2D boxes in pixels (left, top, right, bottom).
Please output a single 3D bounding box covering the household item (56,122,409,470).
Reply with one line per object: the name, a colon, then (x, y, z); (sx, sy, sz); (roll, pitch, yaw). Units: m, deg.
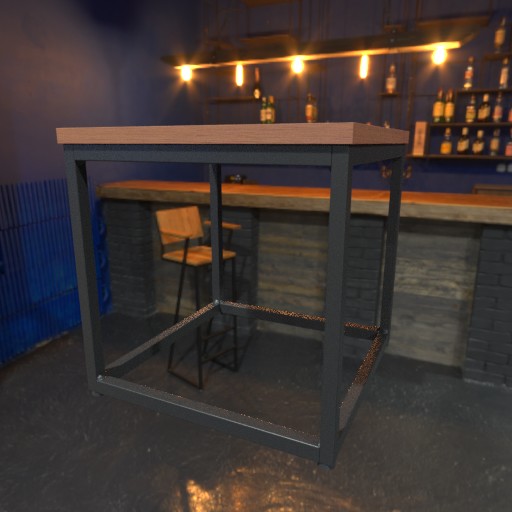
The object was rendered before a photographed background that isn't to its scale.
household item: (0.000, 0.000, 0.732); (0.400, 0.400, 0.400); (7, 16, 25)
